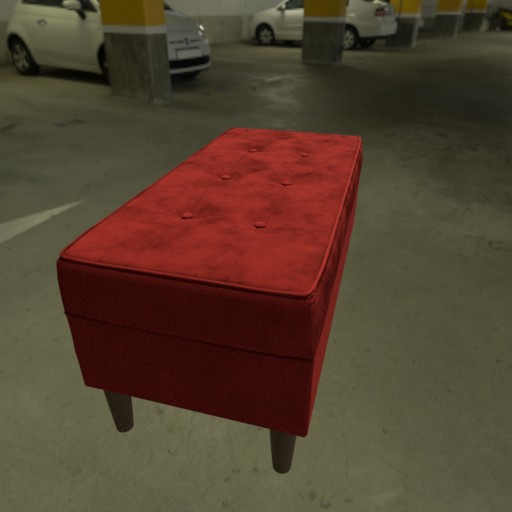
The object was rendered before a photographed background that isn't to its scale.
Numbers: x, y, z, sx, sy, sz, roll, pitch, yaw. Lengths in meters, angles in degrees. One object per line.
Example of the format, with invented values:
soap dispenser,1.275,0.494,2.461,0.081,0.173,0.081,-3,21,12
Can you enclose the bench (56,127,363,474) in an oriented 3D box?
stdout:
bench,0.000,0.000,1.256,0.492,0.471,1.016,8,31,14
